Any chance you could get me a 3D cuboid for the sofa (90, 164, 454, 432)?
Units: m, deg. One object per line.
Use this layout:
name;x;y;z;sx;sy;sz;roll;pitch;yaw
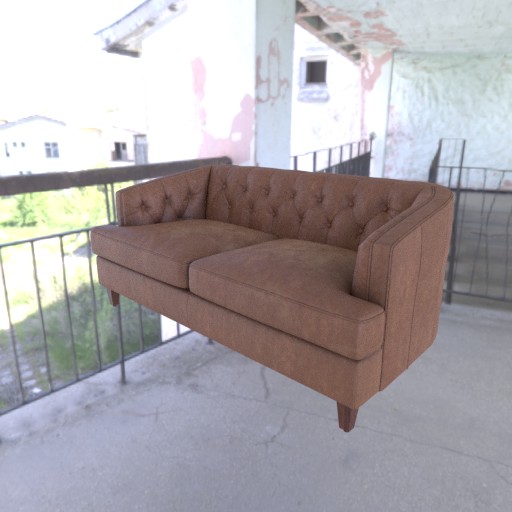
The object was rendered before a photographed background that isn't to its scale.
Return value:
sofa;0.000;0.000;2.239;1.755;0.786;0.914;15;22;42
